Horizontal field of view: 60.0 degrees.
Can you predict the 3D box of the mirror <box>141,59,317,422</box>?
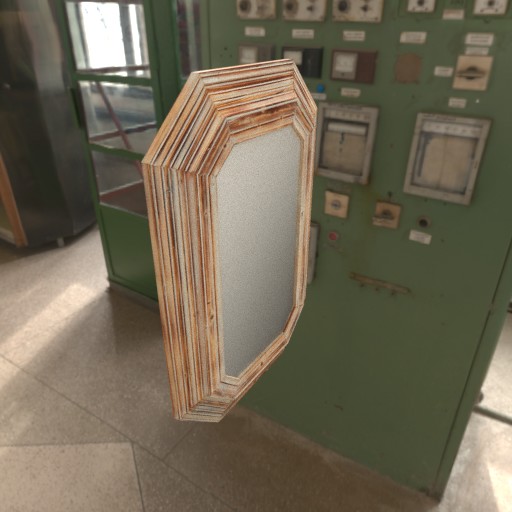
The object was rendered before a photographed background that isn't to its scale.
[{"bbox_3d":[0.000,0.000,1.279,0.061,1.015,0.709,18,33,30],"label":"mirror"}]
